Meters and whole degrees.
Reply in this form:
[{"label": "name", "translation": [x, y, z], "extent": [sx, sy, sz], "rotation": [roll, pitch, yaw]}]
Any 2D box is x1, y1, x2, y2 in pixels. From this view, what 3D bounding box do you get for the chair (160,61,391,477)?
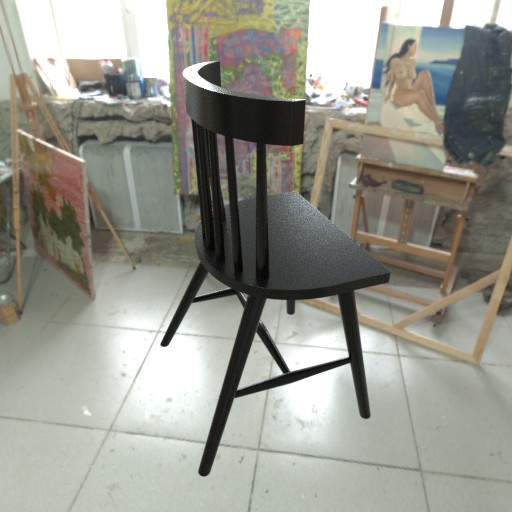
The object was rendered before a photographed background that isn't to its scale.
[{"label": "chair", "translation": [0.000, 0.000, 1.108], "extent": [0.483, 0.844, 0.506], "rotation": [-11, 33, -18]}]
